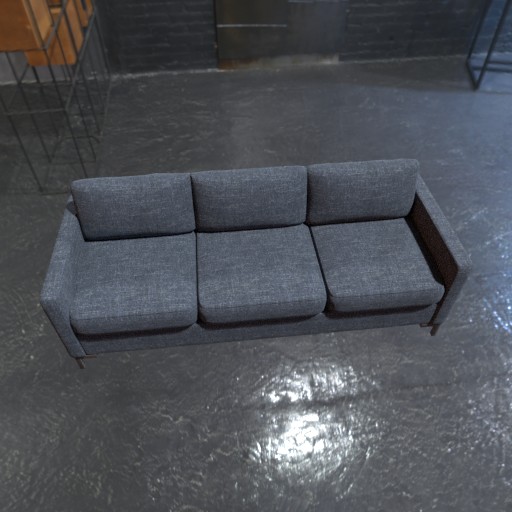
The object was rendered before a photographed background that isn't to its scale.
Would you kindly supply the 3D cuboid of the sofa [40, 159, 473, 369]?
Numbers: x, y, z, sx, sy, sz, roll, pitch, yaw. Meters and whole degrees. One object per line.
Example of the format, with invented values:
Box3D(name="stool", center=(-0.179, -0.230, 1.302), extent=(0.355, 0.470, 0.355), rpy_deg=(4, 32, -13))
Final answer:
Box3D(name="sofa", center=(0.000, 0.000, 2.664), extent=(2.218, 0.874, 0.859), rpy_deg=(-4, 47, -4))
